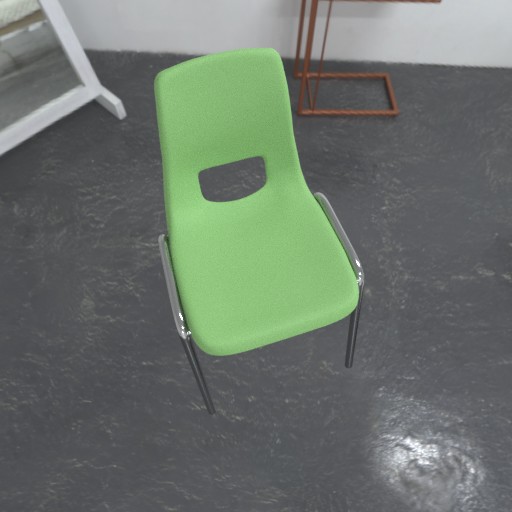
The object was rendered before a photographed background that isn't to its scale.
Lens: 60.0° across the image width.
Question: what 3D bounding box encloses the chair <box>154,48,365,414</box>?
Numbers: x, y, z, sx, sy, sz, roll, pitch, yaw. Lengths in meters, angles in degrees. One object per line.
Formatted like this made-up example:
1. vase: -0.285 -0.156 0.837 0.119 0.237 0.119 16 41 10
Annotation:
1. chair: 0.000 0.000 0.914 0.381 0.653 0.436 -16 63 -8
